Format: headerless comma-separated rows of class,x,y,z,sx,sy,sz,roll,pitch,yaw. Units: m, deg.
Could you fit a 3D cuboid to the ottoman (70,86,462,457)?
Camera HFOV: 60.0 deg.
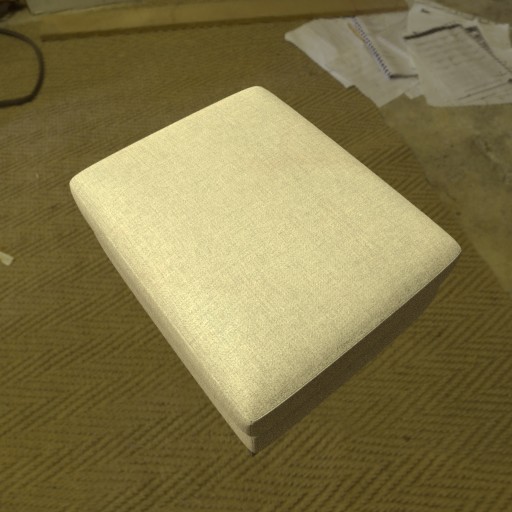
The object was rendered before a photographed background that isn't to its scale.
ottoman,0.000,0.000,1.262,0.671,0.490,0.820,-34,63,-19
